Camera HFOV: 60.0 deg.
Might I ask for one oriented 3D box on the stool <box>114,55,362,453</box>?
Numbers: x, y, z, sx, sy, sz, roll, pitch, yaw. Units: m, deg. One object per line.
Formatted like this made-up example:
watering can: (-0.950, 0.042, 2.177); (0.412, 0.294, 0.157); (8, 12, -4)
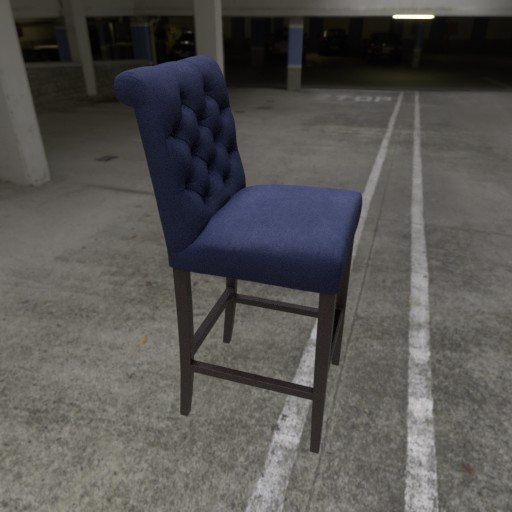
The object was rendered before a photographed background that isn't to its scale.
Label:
stool: (0.000, 0.000, 1.429); (0.601, 1.140, 0.493); (9, 30, 16)
